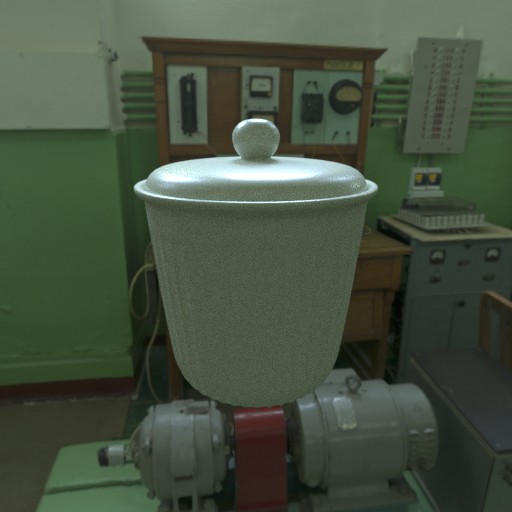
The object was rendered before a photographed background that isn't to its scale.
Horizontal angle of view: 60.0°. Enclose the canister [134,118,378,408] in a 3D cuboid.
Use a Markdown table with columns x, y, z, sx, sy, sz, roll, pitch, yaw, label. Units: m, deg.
| x | y | z | sx | sy | sz | roll | pitch | yaw | label |
| --- | --- | --- | --- | --- | --- | --- | --- | --- | --- |
| 0.000 | 0.000 | 0.356 | 0.181 | 0.211 | 0.181 | 0 | 17 | 0 | canister |
